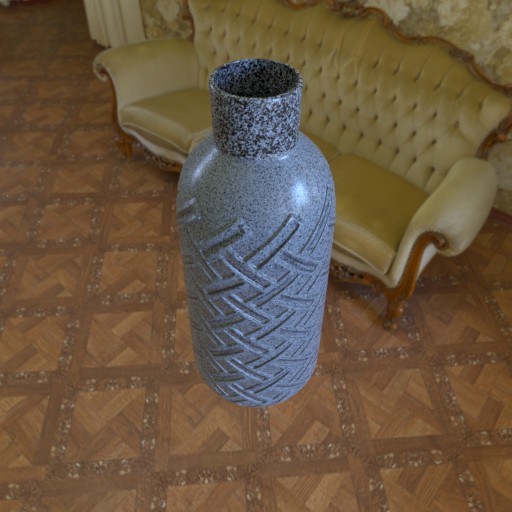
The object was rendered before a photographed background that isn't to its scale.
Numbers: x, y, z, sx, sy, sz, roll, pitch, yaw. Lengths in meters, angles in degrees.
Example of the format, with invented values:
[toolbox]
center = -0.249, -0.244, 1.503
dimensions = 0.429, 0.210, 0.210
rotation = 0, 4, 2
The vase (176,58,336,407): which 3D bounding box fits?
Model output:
[vase]
center = 0.000, 0.000, 0.343
dimensions = 0.122, 0.282, 0.122
rotation = 0, 47, 0
